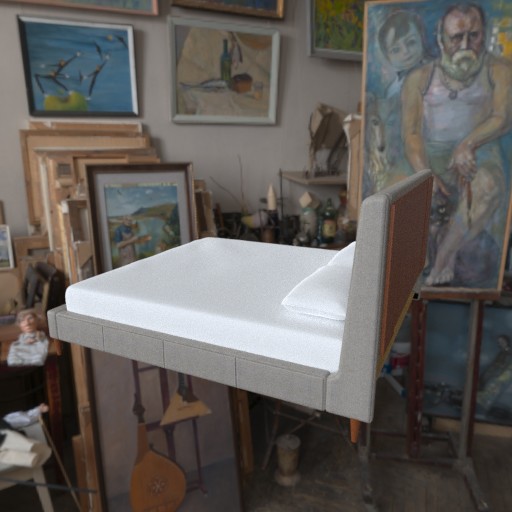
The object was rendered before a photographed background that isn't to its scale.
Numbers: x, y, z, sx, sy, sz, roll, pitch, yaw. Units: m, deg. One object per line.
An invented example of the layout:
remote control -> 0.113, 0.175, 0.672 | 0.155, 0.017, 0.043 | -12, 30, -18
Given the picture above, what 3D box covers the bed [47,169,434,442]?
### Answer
bed -> 0.000, 0.000, 3.484 | 2.342, 1.289, 2.062 | 7, 16, 25
